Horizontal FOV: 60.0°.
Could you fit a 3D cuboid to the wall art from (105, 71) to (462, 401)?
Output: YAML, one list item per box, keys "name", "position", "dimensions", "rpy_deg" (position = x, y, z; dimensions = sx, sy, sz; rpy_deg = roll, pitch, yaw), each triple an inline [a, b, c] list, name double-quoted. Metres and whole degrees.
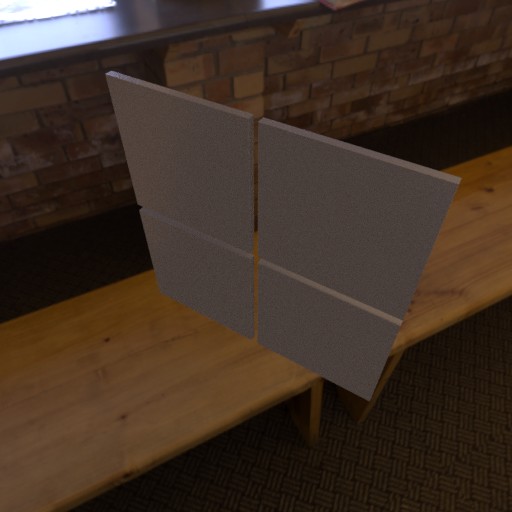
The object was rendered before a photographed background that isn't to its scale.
- name: "wall art"
  position: [0.000, 0.000, 1.643]
  dimensions: [1.118, 1.118, 0.029]
  rpy_deg: [24, 51, 21]
